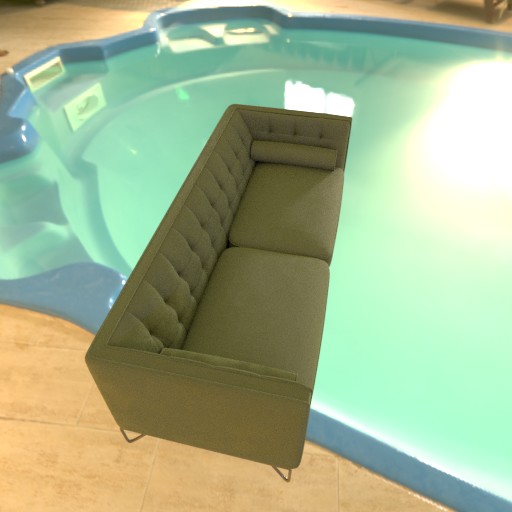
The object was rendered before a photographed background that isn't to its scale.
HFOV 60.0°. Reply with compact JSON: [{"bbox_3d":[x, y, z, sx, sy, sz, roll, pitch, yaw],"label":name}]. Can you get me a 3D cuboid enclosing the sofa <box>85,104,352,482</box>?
[{"bbox_3d":[0.000,0.000,2.528,0.867,0.789,2.087,9,46,9],"label":"sofa"}]
